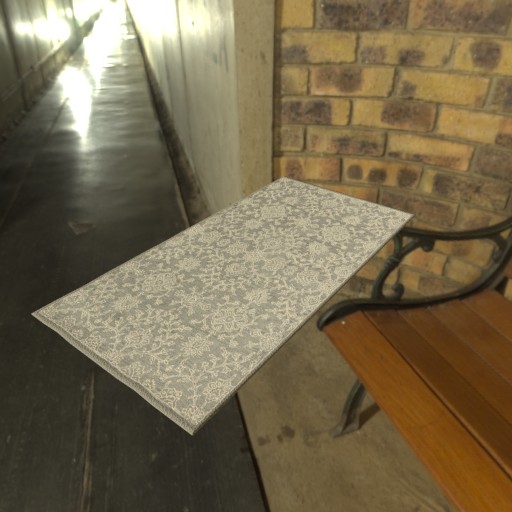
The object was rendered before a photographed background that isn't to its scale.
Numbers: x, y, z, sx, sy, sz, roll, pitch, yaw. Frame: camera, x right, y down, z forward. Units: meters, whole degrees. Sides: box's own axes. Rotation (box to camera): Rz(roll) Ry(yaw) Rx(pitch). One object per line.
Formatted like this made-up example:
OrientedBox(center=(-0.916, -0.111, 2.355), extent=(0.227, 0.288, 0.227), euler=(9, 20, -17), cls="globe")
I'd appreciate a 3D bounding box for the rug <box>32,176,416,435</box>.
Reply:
OrientedBox(center=(0.000, 0.000, 3.661), extent=(1.546, 0.011, 3.048), euler=(23, 39, 31), cls="rug")
